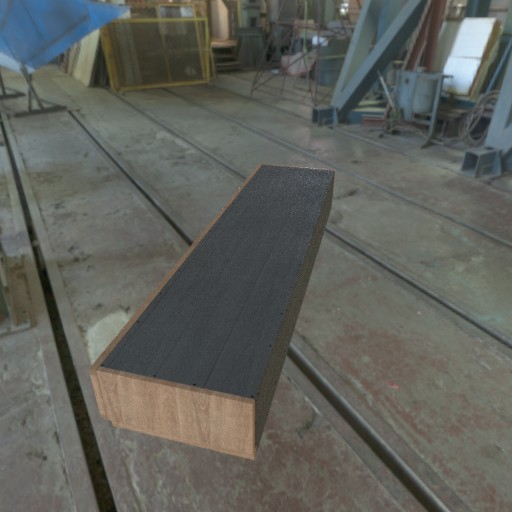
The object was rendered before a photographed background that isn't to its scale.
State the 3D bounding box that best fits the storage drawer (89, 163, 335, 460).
[{"bbox_3d":[0.000,0.000,2.202,0.538,0.264,2.032,8,31,13],"label":"storage drawer"}]
